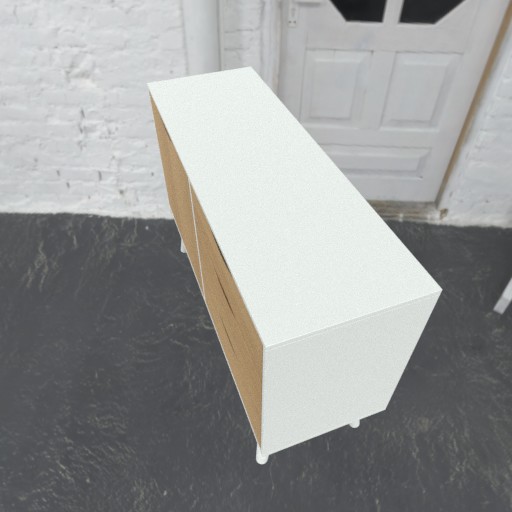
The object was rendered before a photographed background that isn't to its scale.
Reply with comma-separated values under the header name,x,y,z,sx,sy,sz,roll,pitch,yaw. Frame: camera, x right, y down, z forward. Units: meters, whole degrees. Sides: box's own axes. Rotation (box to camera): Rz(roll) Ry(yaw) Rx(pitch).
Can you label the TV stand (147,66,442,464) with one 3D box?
name,x,y,z,sx,sy,sz,roll,pitch,yaw
TV stand,0.000,0.000,1.577,0.406,0.812,1.193,-15,48,-14
